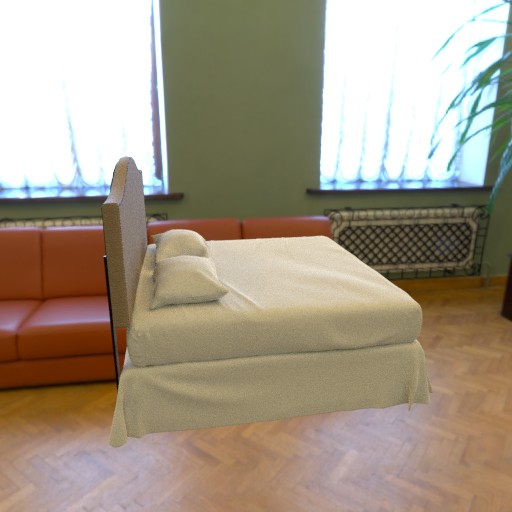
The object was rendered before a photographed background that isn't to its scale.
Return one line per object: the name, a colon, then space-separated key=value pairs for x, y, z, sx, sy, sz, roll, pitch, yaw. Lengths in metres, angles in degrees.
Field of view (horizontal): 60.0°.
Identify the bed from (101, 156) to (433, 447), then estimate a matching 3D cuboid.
bed: x=0.000 y=0.000 z=3.707 sx=2.222 sy=1.651 sz=2.311 roll=-3 pitch=17 yaw=-10
